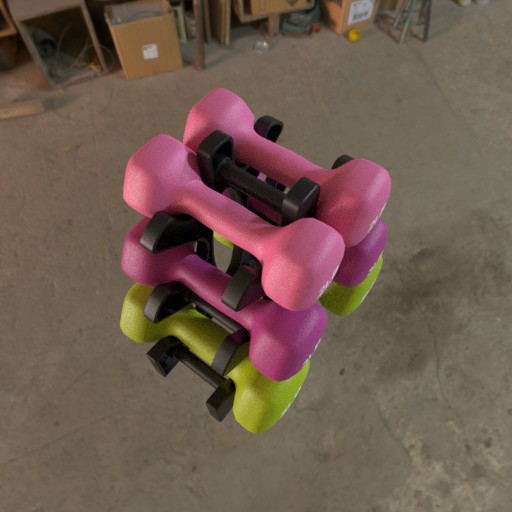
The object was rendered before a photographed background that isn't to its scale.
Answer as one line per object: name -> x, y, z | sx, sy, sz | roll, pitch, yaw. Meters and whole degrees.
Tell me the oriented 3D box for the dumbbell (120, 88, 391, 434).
dumbbell -> 0.000, 0.000, 0.436 | 0.203, 0.261, 0.257 | 33, 64, 18
